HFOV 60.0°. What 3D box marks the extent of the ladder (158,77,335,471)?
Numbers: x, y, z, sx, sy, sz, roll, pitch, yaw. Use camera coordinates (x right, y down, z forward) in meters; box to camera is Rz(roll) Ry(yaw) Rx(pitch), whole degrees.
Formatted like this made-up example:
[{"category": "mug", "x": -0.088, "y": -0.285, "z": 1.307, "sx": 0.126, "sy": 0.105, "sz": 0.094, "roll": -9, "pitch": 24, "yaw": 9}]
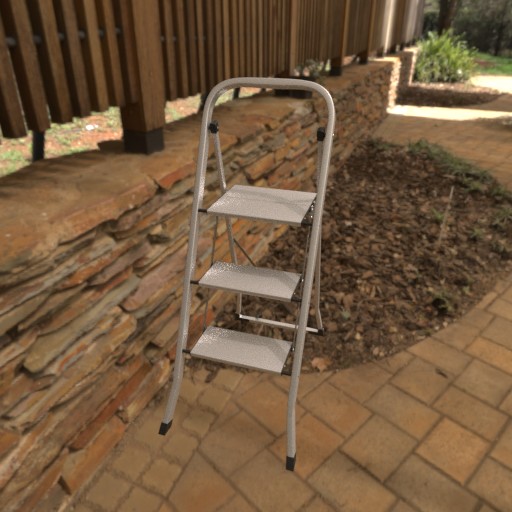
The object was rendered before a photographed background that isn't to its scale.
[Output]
[{"category": "ladder", "x": 0.000, "y": 0.000, "z": 1.468, "sx": 0.465, "sy": 1.070, "sz": 0.704, "roll": 8, "pitch": 29, "yaw": 16}]
